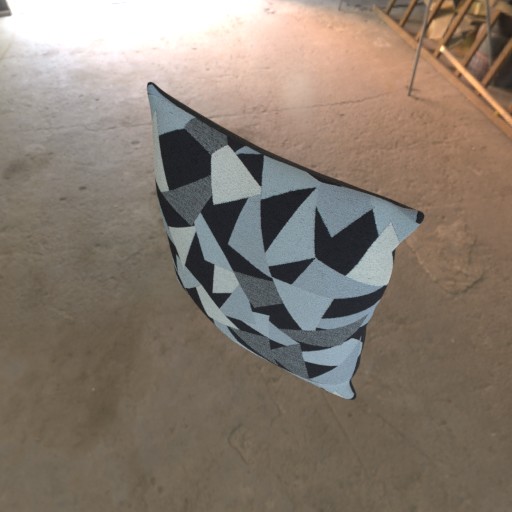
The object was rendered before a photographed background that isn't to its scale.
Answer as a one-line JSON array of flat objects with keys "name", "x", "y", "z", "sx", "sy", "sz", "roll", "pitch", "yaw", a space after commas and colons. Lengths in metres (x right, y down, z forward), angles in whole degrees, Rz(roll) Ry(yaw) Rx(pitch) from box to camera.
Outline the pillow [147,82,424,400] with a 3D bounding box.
[{"name": "pillow", "x": 0.000, "y": 0.000, "z": 0.797, "sx": 0.503, "sy": 0.496, "sz": 0.208, "roll": 32, "pitch": 55, "yaw": 26}]
